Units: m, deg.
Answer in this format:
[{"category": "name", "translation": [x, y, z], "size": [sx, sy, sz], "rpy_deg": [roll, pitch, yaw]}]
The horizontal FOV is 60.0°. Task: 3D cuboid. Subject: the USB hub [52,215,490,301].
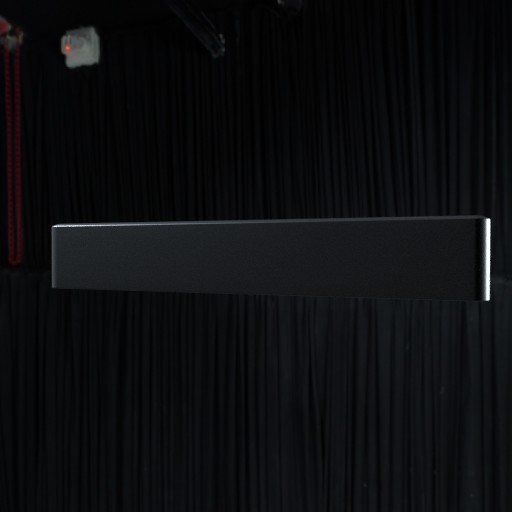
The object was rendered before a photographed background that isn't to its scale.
[{"category": "USB hub", "translation": [0.000, 0.000, 0.159], "size": [0.145, 0.023, 0.044], "rpy_deg": [0, 1, 17]}]
